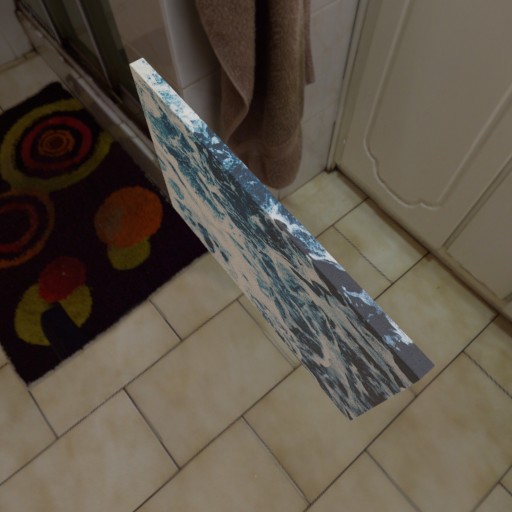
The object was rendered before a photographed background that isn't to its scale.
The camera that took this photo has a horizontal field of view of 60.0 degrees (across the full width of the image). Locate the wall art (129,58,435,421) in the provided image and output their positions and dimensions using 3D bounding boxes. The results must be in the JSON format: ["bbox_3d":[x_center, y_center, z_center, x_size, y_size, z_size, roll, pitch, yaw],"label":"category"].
[{"bbox_3d":[0.000,0.000,1.151,0.042,0.610,0.915,-35,69,-16],"label":"wall art"}]
